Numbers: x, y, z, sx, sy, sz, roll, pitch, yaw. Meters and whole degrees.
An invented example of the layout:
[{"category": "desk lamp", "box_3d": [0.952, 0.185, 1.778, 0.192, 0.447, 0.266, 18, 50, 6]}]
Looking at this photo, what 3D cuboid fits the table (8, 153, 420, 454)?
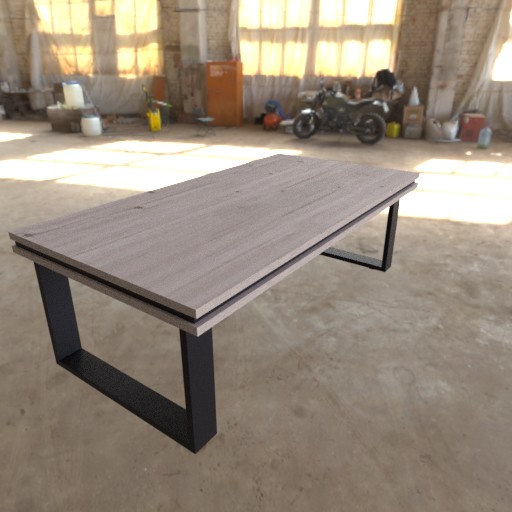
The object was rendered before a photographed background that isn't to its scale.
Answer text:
[{"category": "table", "box_3d": [0.000, 0.000, 1.619, 0.700, 0.450, 1.350, 17, 29, 32]}]
